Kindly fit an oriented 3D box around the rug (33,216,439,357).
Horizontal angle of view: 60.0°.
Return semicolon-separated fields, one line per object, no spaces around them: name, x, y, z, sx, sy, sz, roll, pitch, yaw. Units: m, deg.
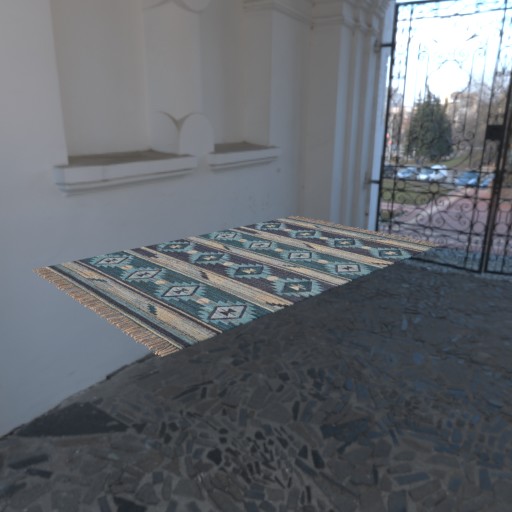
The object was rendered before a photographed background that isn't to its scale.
rug;0.000;0.000;2.404;1.936;0.028;1.181;-15;22;-41
